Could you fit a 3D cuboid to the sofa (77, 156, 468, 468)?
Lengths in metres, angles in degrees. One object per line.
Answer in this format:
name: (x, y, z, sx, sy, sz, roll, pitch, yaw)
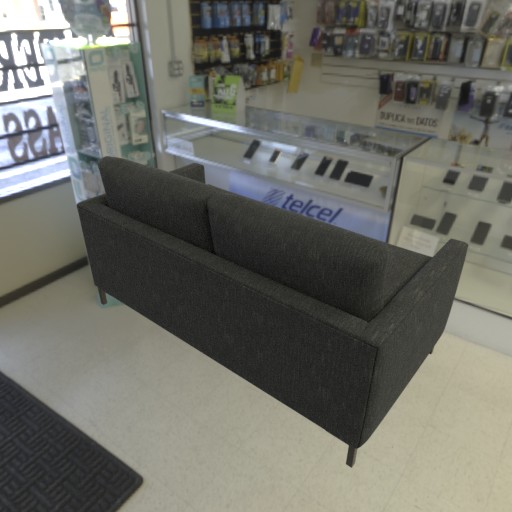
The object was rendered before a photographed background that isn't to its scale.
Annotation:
sofa: (0.000, 0.000, 2.176, 1.716, 0.862, 0.866, 23, 37, 33)
